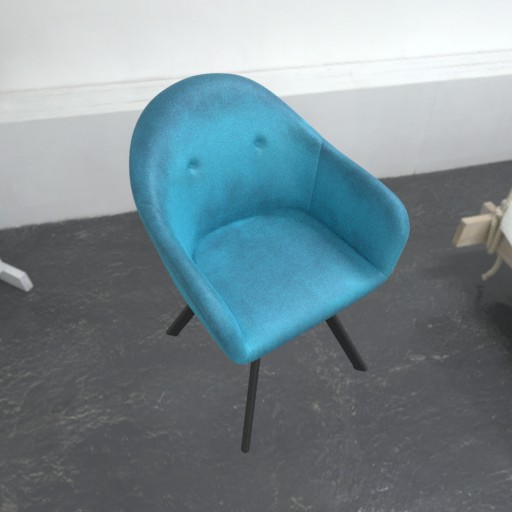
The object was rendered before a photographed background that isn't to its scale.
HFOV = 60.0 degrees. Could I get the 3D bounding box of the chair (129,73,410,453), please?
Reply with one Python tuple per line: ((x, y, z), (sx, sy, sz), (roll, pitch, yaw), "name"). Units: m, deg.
((0.000, 0.000, 1.175), (0.540, 0.780, 0.570), (-26, 50, -23), "chair")
